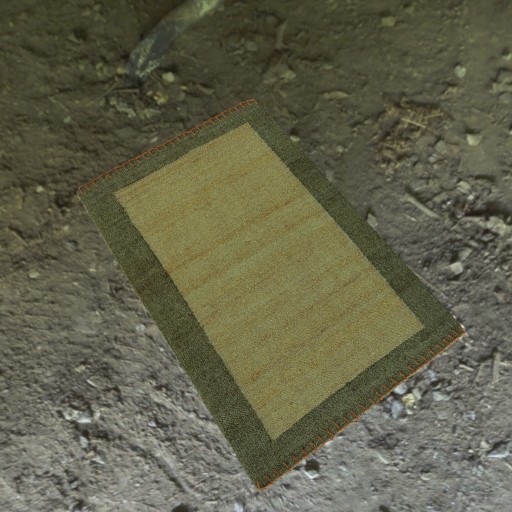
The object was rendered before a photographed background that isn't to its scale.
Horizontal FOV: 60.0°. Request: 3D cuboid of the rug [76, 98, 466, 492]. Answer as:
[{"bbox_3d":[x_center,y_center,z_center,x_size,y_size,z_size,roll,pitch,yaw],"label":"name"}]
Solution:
[{"bbox_3d":[0.000,0.000,2.301,1.220,0.019,1.838,-32,69,-14],"label":"rug"}]
